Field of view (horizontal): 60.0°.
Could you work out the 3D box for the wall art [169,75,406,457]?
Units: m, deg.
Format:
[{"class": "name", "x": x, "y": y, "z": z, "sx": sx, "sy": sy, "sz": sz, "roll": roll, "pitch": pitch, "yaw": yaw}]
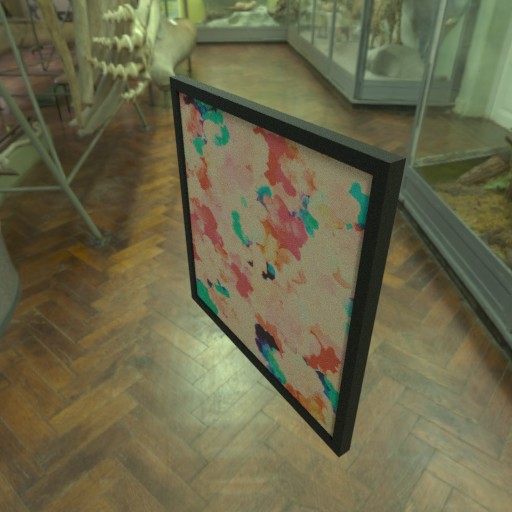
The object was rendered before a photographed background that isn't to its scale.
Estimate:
[{"class": "wall art", "x": 0.000, "y": 0.000, "z": 0.461, "sx": 0.015, "sy": 0.304, "sz": 0.306, "roll": -21, "pitch": 39, "yaw": -29}]
